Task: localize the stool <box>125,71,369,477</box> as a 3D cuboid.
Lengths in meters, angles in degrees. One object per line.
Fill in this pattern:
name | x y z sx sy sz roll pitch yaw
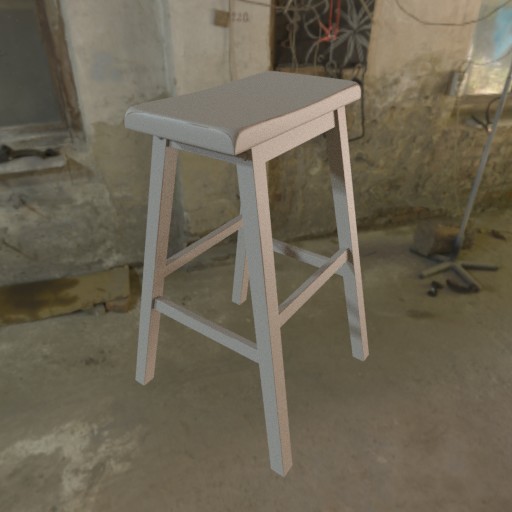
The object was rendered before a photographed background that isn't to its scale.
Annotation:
stool | 0.000 0.000 1.045 0.476 0.737 0.457 21 38 29
